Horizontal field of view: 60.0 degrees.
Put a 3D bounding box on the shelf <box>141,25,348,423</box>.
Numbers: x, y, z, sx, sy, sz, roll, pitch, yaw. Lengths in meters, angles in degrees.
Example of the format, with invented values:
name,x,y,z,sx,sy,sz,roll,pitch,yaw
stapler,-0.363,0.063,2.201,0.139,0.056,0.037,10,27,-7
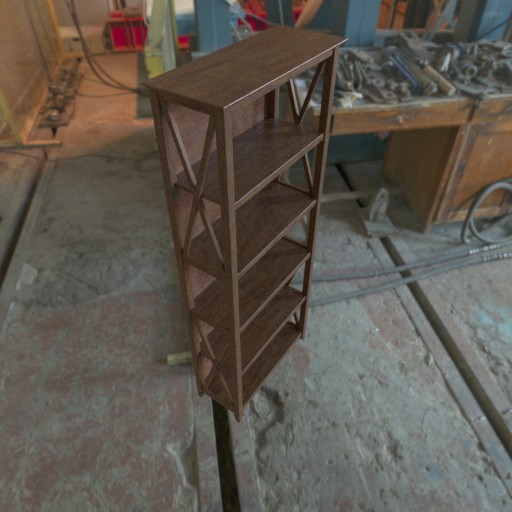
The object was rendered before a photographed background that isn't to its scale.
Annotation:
name,x,y,z,sx,sy,sz,roll,pitch,yaw
shelf,0.000,0.000,2.223,0.335,1.905,0.805,25,48,25
